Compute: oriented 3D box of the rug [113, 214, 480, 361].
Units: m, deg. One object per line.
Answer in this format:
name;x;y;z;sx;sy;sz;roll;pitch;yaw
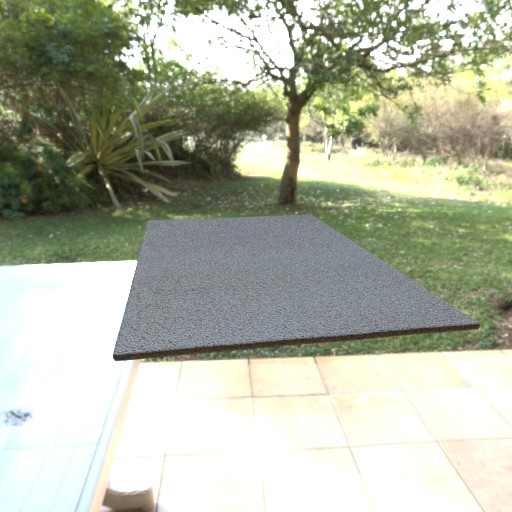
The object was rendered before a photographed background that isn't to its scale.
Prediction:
rug;0.000;0.000;2.913;1.524;0.030;2.438;-3;17;-10
